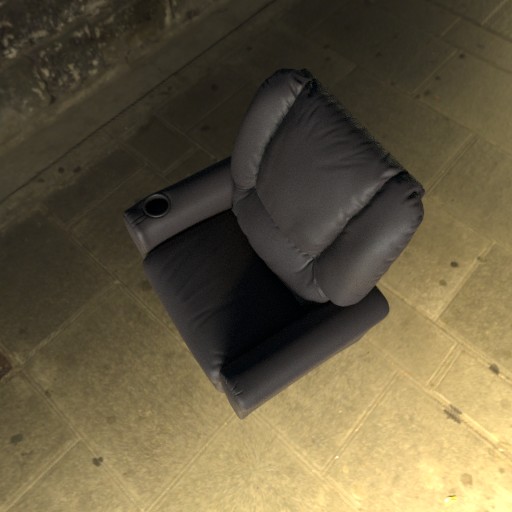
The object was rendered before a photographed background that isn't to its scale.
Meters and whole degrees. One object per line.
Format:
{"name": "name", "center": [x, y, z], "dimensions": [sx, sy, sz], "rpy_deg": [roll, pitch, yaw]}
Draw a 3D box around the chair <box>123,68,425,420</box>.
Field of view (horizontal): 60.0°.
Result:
{"name": "chair", "center": [0.000, 0.000, 1.129], "dimensions": [0.521, 0.709, 0.610], "rpy_deg": [-30, 68, -14]}
